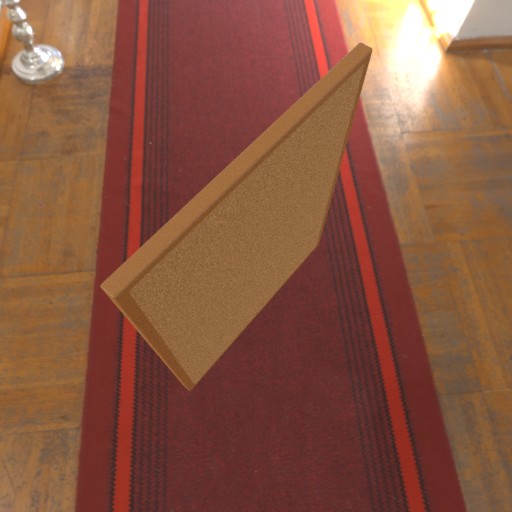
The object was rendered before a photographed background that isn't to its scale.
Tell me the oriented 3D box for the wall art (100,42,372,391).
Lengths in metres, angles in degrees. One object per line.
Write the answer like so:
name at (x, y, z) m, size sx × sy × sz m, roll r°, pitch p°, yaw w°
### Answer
wall art at (0.000, 0.000, 0.754) m, size 0.022 × 0.553 × 0.452 m, roll 37°, pitch 70°, yaw 16°
